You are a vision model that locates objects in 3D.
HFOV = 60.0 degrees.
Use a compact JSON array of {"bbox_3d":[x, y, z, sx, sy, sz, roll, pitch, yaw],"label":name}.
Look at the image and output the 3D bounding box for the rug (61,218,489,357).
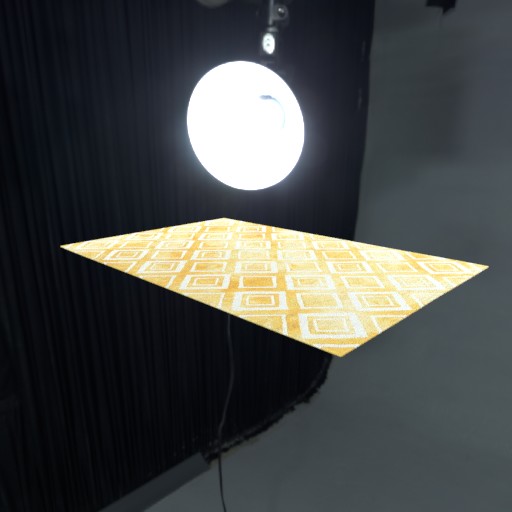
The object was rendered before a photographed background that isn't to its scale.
[{"bbox_3d":[0.000,0.000,2.247,1.829,0.010,1.213,14,20,42],"label":"rug"}]
